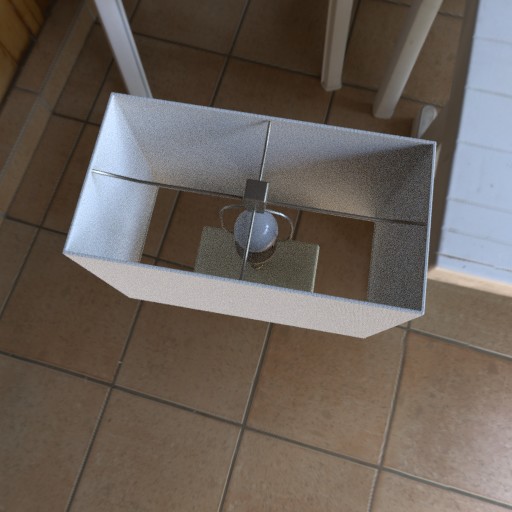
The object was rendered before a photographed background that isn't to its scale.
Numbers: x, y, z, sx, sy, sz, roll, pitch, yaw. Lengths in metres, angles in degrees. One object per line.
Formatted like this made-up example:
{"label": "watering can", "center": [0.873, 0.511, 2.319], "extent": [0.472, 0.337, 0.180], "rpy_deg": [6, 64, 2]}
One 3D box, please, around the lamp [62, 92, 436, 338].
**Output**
{"label": "lamp", "center": [0.000, 0.000, 0.718], "extent": [0.380, 0.515, 0.200], "rpy_deg": [9, 74, 3]}
